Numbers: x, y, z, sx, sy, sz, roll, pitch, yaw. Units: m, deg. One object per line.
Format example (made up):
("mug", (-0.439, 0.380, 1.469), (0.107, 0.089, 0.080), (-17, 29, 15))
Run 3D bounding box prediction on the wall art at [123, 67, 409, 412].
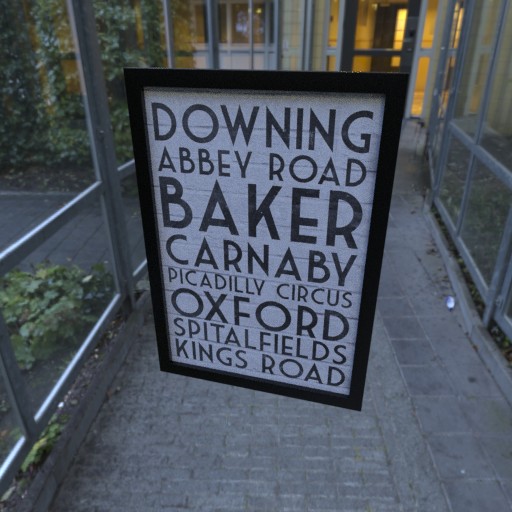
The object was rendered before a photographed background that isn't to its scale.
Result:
("wall art", (0.000, 0.000, 0.846), (0.462, 0.656, 0.019), (7, 27, 14))
